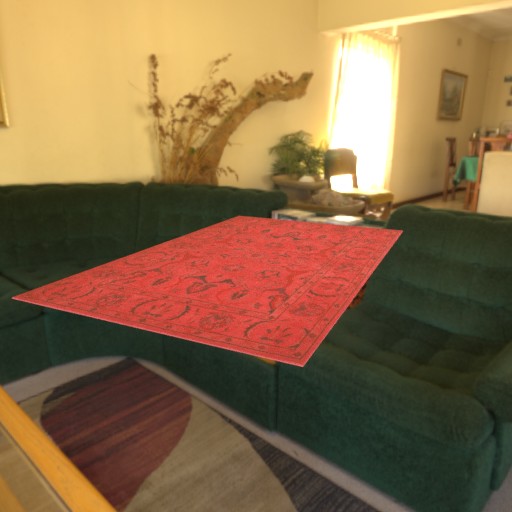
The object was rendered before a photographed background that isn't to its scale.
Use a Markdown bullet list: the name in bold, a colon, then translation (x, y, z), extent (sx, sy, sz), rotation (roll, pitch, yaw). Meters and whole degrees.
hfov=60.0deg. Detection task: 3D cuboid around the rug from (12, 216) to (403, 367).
- **rug**: translation (0.000, 0.000, 2.936), extent (1.534, 0.010, 2.423), rotation (7, 17, 25)
